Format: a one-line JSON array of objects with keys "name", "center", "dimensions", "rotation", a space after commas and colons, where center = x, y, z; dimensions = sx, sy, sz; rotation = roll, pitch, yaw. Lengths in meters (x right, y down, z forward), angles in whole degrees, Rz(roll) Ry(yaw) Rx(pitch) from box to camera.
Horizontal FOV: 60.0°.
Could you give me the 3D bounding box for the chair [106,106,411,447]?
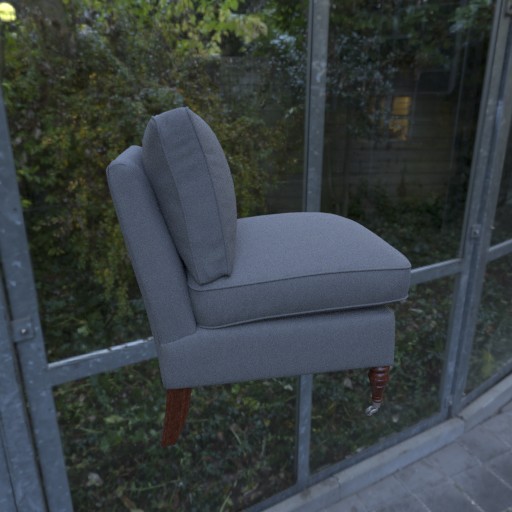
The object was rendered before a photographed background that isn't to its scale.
[{"name": "chair", "center": [0.000, 0.000, 1.652], "dimensions": [0.924, 1.045, 0.724], "rotation": [-3, 18, -10]}]
